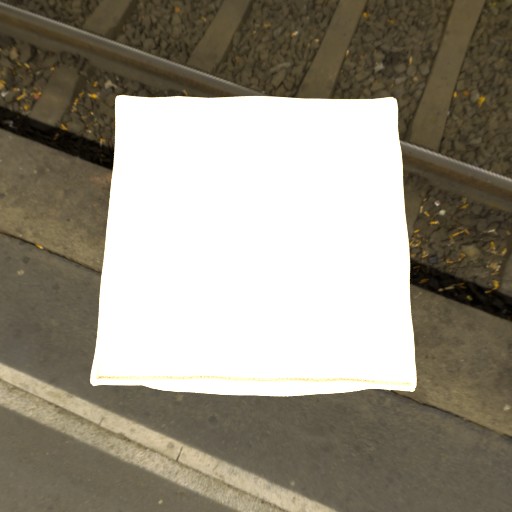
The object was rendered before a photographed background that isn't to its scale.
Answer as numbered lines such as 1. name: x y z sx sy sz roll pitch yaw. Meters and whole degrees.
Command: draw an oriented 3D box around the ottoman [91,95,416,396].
1. ottoman: 0.000 0.000 1.177 0.696 0.470 0.707 0 75 0
